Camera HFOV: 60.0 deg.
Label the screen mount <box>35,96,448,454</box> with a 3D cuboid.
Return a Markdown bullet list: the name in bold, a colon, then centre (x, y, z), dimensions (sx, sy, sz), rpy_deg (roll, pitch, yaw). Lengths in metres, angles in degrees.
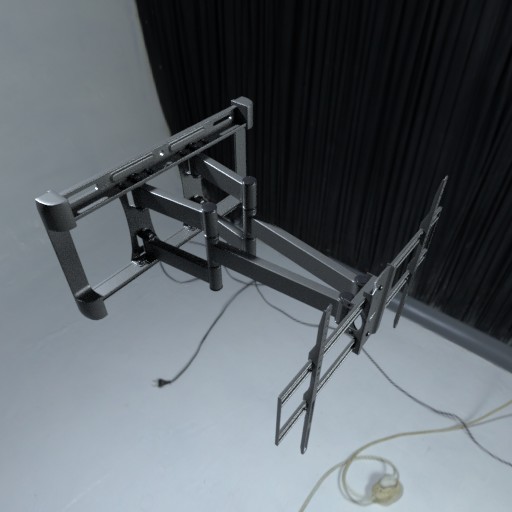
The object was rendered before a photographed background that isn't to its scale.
- **screen mount**: centre (0.000, 0.000, 1.086), dimensions (0.644, 0.491, 0.661), rpy_deg (29, 50, 28)
